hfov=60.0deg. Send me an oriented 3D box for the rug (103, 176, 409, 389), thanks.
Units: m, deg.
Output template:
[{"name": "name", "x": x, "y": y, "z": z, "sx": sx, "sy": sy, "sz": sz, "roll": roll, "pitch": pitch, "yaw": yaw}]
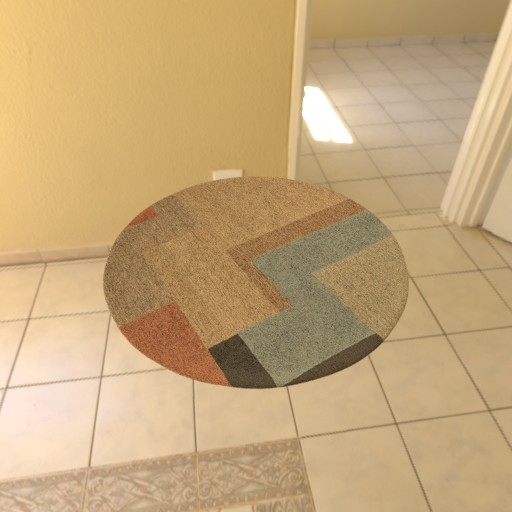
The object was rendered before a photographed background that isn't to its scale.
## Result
[{"name": "rug", "x": 0.000, "y": 0.000, "z": 3.677, "sx": 2.461, "sy": 0.033, "sz": 2.461, "roll": 0, "pitch": 42, "yaw": 0}]
